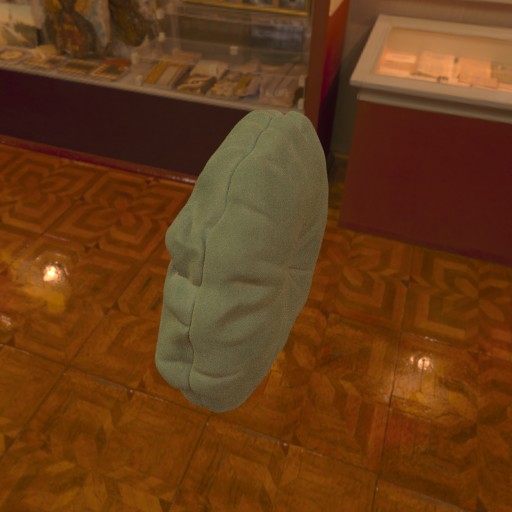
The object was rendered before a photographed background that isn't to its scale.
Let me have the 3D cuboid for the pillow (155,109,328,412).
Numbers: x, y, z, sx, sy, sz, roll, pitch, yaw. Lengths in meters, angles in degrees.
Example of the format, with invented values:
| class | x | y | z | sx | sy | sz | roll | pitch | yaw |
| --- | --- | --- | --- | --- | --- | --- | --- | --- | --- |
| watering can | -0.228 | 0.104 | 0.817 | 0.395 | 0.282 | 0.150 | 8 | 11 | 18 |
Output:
| class | x | y | z | sx | sy | sz | roll | pitch | yaw |
| --- | --- | --- | --- | --- | --- | --- | --- | --- | --- |
| pillow | 0.000 | 0.000 | 0.645 | 0.148 | 0.407 | 0.428 | 16 | 47 | 15 |
